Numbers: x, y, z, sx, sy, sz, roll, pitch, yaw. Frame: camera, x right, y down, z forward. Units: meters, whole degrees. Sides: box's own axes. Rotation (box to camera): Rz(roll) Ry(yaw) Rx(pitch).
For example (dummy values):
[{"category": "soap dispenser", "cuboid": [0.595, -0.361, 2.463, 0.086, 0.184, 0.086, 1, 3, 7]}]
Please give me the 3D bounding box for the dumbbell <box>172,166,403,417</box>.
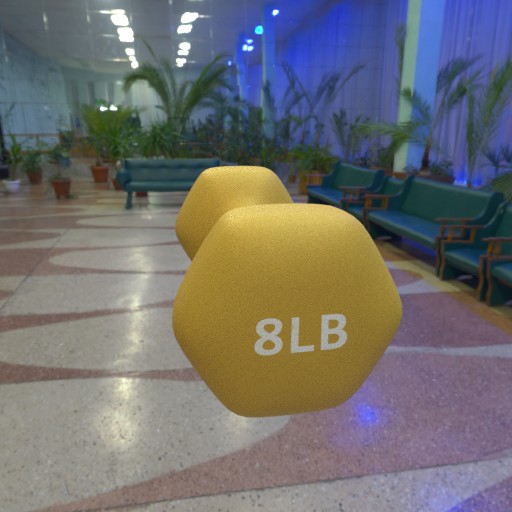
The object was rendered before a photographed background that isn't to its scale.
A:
[{"category": "dumbbell", "cuboid": [0.000, 0.000, 0.244, 0.090, 0.082, 0.190, -3, 17, -8]}]
